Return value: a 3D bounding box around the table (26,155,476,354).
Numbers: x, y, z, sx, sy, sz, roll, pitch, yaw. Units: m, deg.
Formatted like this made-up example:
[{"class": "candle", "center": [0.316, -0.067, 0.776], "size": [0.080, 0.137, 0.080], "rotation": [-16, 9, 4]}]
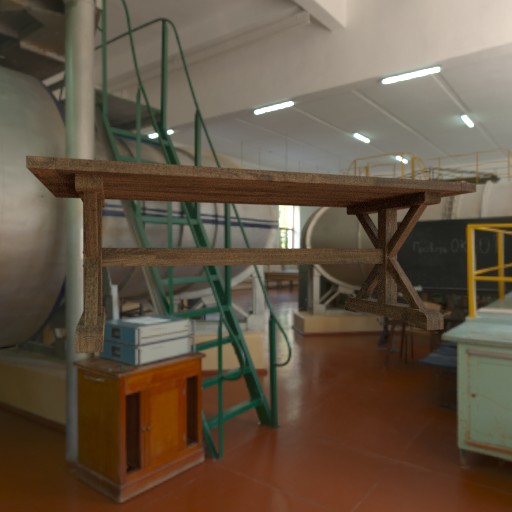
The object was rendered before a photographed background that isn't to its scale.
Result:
[{"class": "table", "center": [0.000, 0.000, 2.339], "size": [2.031, 0.733, 0.907], "rotation": [0, 1, -18]}]
